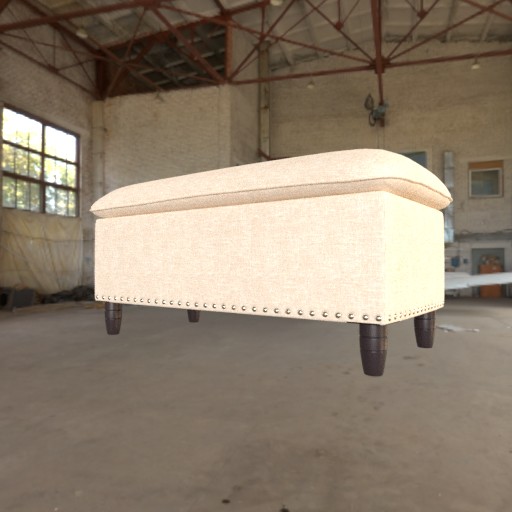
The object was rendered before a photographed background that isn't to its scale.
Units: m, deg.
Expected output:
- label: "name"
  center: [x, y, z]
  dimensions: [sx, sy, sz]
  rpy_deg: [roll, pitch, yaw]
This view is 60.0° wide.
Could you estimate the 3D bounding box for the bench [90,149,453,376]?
- label: "bench"
  center: [0.000, 0.000, 1.278]
  dimensions: [0.991, 0.483, 0.483]
  rpy_deg: [-1, -1, 36]
